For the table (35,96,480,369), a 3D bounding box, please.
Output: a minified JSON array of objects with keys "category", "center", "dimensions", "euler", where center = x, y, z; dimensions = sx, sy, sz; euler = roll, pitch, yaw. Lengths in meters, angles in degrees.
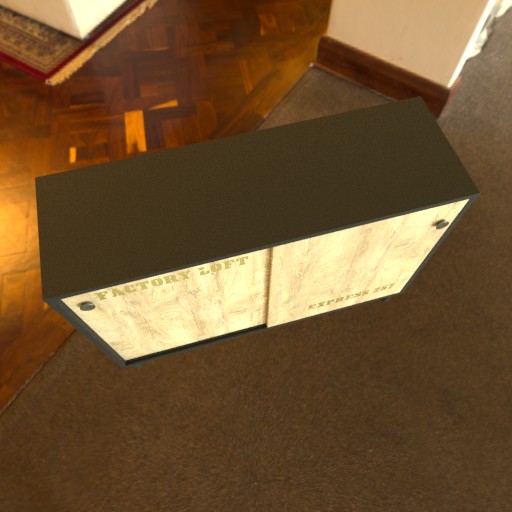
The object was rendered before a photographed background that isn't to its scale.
[{"category":"table","center":[0.000,0.000,1.631],"dimensions":[1.200,0.855,0.400],"euler":[-14,64,-7]}]
